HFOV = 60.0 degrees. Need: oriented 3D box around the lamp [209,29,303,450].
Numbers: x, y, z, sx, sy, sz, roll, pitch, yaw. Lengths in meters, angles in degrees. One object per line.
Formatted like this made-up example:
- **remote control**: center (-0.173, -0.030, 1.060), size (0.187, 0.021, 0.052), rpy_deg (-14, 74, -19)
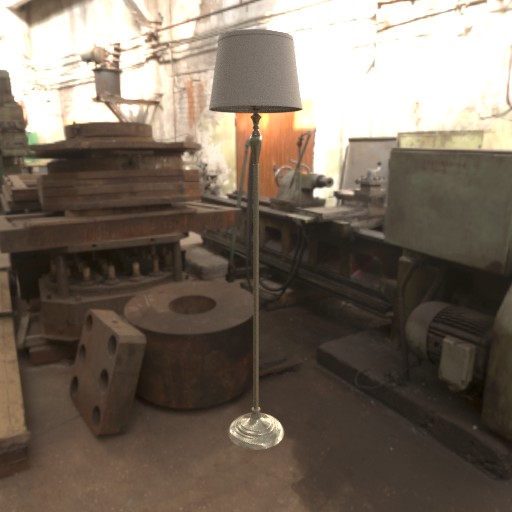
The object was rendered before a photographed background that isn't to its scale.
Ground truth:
- **lamp**: center (0.000, 0.000, 1.672), size (0.327, 1.506, 0.327), rpy_deg (13, 19, 42)
